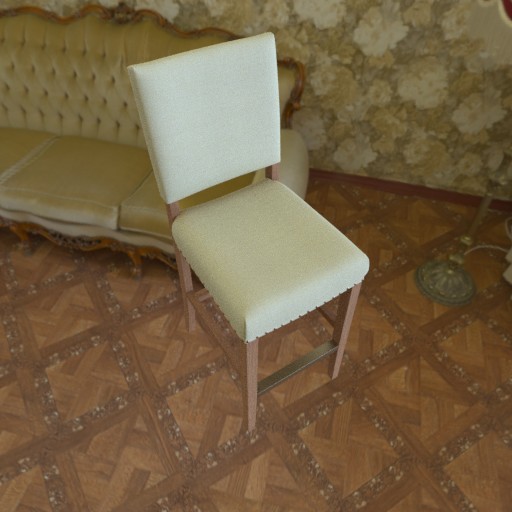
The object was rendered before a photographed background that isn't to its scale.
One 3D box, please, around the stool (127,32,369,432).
[{"bbox_3d":[0.000,0.000,1.465,0.445,1.168,0.584,-25,51,-22],"label":"stool"}]
